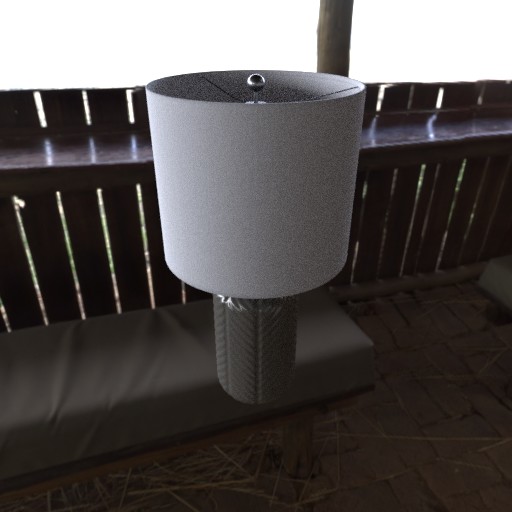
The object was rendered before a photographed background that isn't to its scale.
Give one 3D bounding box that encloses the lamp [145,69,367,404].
[{"bbox_3d":[0.000,0.000,0.508,0.203,0.389,0.203,-20,35,-31],"label":"lamp"}]
